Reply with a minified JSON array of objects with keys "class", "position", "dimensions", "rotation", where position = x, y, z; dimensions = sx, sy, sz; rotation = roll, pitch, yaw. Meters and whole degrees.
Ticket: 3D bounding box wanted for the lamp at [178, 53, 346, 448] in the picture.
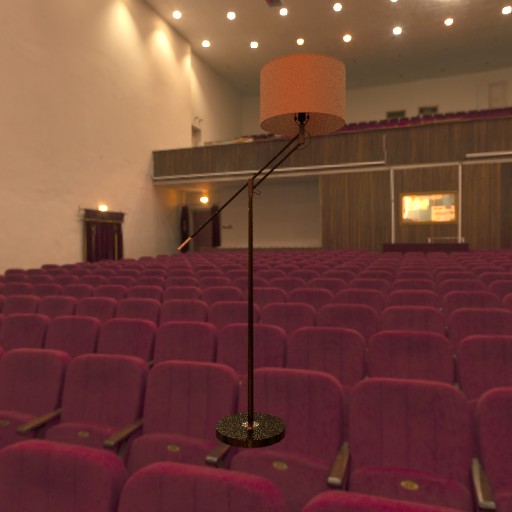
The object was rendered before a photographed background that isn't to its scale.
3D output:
[{"class":"lamp","position":[0.000,0.000,2.036],"dimensions":[0.809,1.635,0.373],"rotation":[0,1,20]}]
